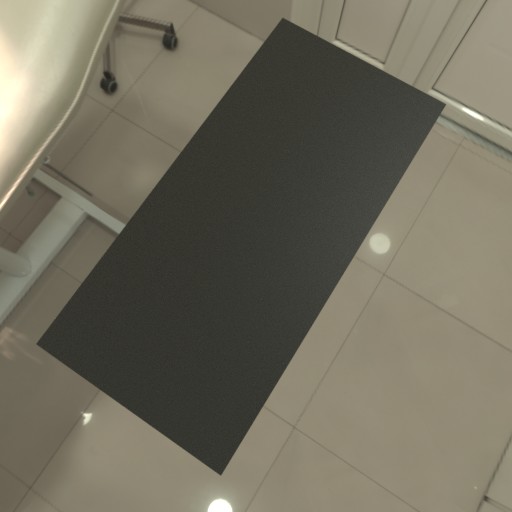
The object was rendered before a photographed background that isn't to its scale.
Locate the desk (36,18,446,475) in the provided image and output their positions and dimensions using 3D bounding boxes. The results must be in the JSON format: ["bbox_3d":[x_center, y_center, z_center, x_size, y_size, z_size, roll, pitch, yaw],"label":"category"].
[{"bbox_3d":[0.000,0.000,1.458,0.504,0.780,1.057,32,78,8],"label":"desk"}]
